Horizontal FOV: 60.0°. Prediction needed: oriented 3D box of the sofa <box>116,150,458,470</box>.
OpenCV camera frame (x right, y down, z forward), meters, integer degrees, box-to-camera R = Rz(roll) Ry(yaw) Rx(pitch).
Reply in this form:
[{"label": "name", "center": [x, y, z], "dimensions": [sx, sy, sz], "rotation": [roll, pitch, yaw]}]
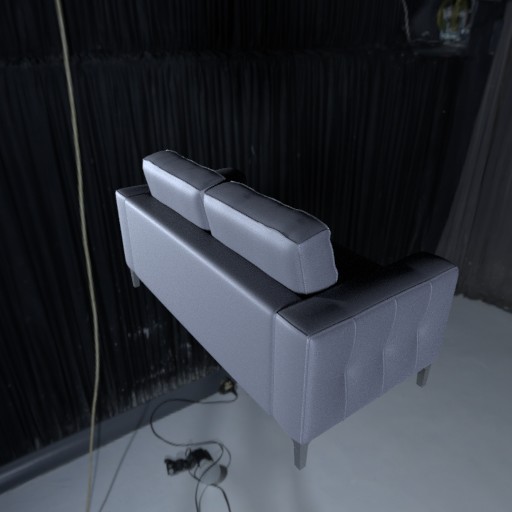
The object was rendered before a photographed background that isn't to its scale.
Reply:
[{"label": "sofa", "center": [0.000, 0.000, 2.254], "dimensions": [0.833, 0.893, 1.726], "rotation": [-18, 33, -31]}]
